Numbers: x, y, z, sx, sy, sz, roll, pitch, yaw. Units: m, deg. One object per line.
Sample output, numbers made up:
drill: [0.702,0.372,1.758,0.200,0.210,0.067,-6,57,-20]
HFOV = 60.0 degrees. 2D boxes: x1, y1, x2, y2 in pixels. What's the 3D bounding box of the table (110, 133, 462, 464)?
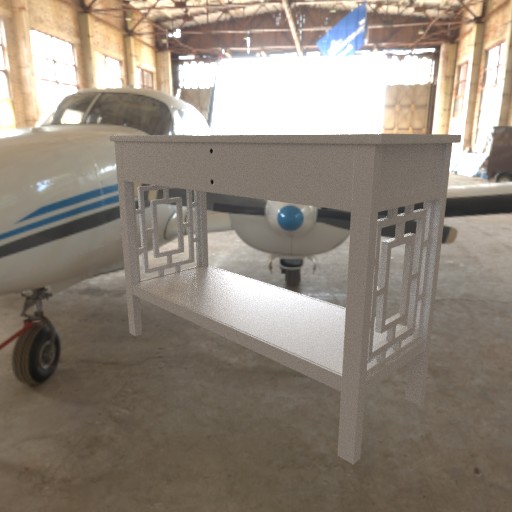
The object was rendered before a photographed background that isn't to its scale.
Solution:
table: [0.000,0.000,1.431,0.397,0.753,1.068,-14,21,-43]
